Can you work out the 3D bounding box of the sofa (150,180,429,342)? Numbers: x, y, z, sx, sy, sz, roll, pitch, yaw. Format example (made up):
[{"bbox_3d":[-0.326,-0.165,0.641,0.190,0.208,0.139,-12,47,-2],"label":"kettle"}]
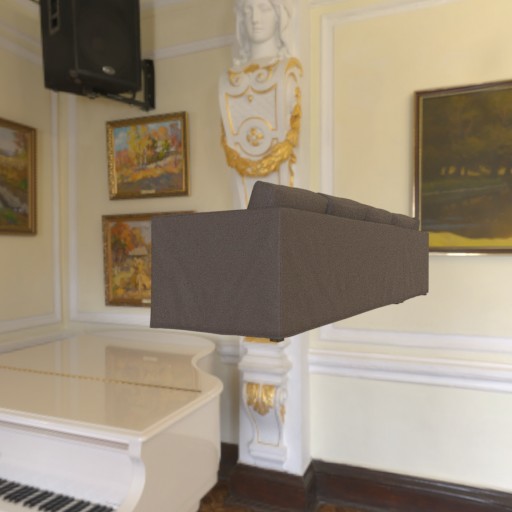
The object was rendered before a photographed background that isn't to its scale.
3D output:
[{"bbox_3d":[0.000,0.000,4.174,2.432,0.871,3.182,0,0,34],"label":"sofa"}]
